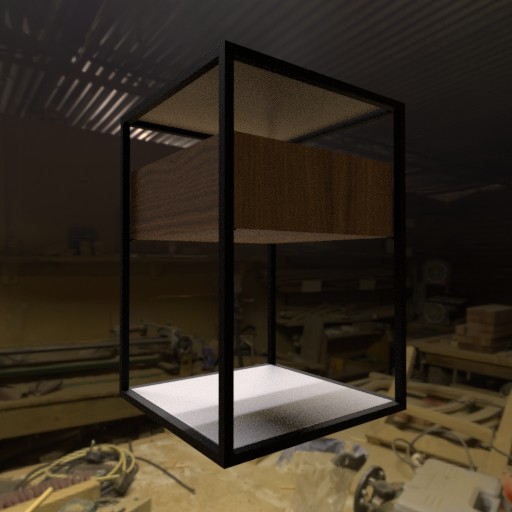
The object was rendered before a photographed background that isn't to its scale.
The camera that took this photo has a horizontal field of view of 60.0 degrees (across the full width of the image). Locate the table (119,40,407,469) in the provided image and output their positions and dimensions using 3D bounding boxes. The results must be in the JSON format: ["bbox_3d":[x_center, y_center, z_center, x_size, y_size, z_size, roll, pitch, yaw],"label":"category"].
[{"bbox_3d":[0.000,0.000,0.821,0.378,0.540,0.378,1,-1,-36],"label":"table"}]
